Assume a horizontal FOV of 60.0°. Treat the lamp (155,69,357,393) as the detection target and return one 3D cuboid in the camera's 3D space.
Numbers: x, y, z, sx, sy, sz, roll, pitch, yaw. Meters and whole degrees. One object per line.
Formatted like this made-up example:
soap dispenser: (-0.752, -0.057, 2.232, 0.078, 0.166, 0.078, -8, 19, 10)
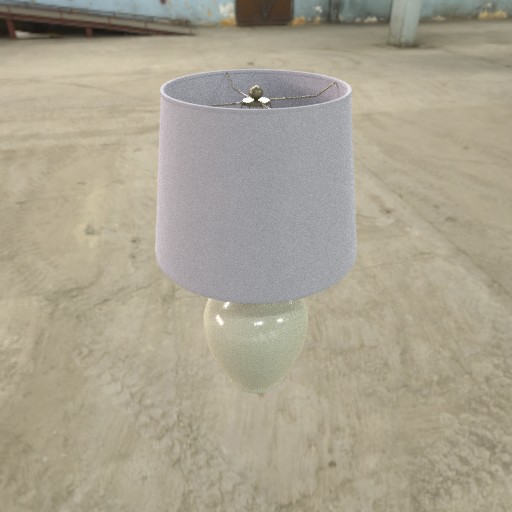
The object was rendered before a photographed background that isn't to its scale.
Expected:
lamp: (0.000, 0.000, 0.547, 0.239, 0.399, 0.239, 0, 32, 0)
